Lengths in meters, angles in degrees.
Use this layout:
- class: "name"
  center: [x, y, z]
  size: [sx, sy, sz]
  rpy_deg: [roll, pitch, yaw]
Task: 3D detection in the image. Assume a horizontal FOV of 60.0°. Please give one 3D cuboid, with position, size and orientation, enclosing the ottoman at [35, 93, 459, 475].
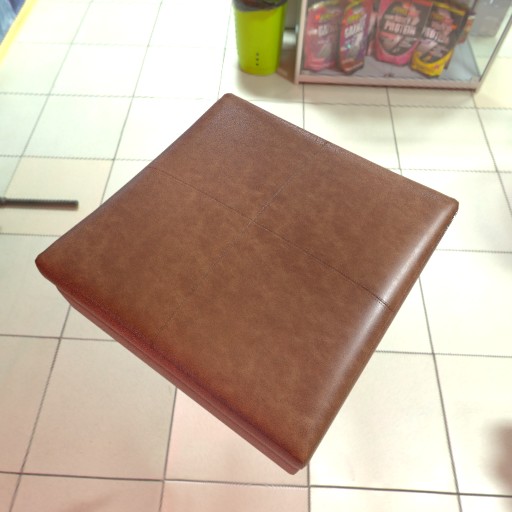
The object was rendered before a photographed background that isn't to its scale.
- class: "ottoman"
  center: [0.000, 0.000, 1.814]
  size: [1.168, 0.483, 1.169]
  rpy_deg: [31, 63, 18]
